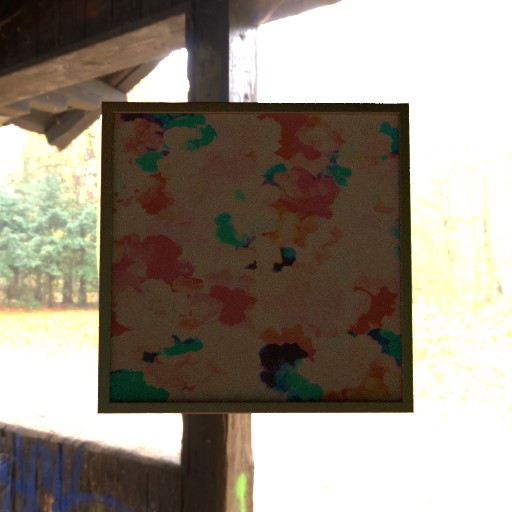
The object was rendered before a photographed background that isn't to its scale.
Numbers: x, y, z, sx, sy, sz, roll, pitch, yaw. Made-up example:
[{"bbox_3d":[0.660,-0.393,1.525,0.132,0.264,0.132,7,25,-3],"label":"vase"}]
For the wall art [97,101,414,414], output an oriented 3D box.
[{"bbox_3d":[0.000,0.000,0.742,0.510,0.509,0.037,0,-2,-1],"label":"wall art"}]
